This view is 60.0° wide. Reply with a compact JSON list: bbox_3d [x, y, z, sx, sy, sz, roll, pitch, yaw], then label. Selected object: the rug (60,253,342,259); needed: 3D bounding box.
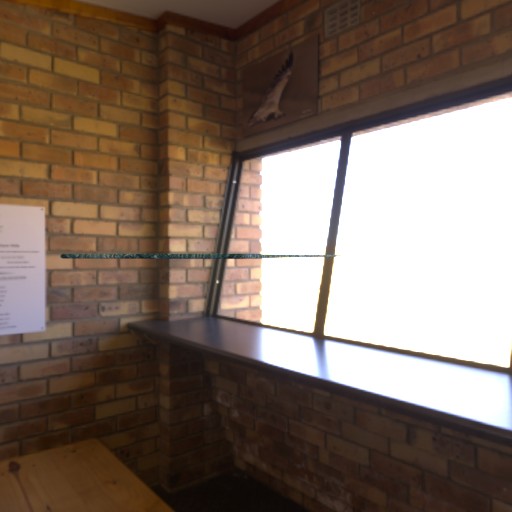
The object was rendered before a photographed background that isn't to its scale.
[{"bbox_3d":[0.000,0.000,2.507,0.676,0.016,2.286,0,0,18],"label":"rug"}]
